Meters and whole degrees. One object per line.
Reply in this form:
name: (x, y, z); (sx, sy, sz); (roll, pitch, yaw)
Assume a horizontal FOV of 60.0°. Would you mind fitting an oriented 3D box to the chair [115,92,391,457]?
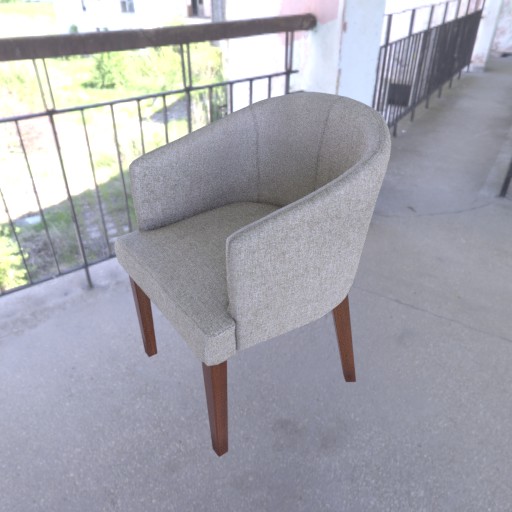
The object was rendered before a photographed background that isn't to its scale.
chair: (0.000, 0.000, 1.284); (0.655, 0.811, 0.583); (-21, 38, -30)
